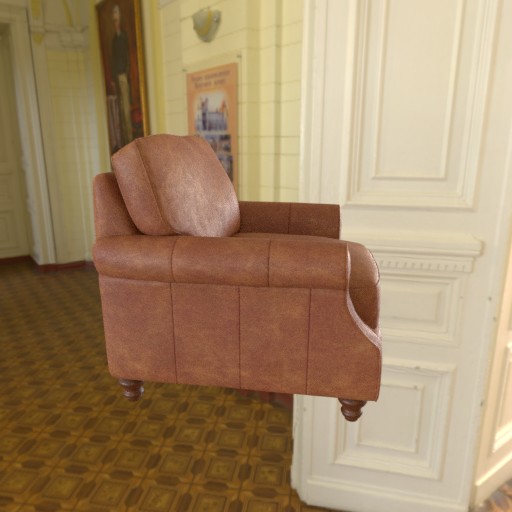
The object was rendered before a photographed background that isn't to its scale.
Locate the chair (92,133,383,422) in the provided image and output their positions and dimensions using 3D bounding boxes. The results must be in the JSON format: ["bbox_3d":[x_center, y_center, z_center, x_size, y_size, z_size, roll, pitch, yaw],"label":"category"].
[{"bbox_3d":[0.000,0.000,1.812,0.986,0.962,0.983,2,15,8],"label":"chair"}]
